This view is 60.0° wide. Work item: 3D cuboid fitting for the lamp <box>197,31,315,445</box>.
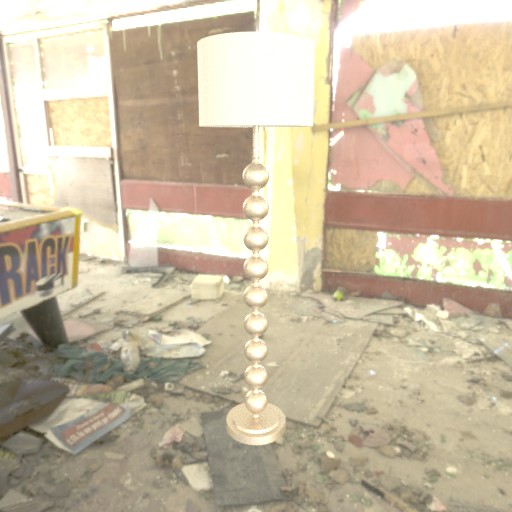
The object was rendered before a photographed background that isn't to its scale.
[{"bbox_3d":[0.000,0.000,1.672,0.394,1.474,0.394,-15,21,-43],"label":"lamp"}]
